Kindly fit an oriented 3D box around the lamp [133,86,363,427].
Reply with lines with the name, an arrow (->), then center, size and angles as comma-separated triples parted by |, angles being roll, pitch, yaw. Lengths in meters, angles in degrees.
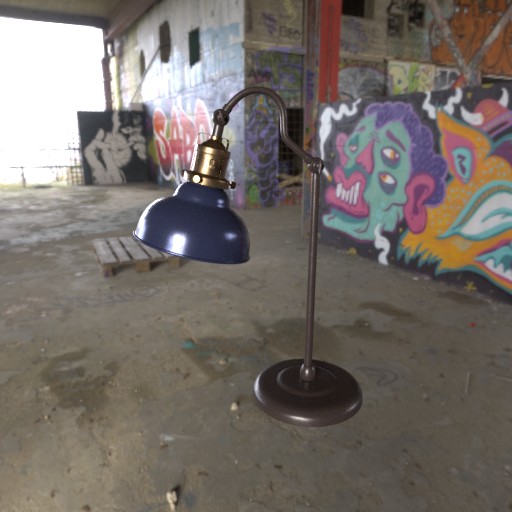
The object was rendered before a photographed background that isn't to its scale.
lamp -> 0.000, 0.000, 0.706 | 0.374, 0.508, 0.192 | -2, 15, -8
